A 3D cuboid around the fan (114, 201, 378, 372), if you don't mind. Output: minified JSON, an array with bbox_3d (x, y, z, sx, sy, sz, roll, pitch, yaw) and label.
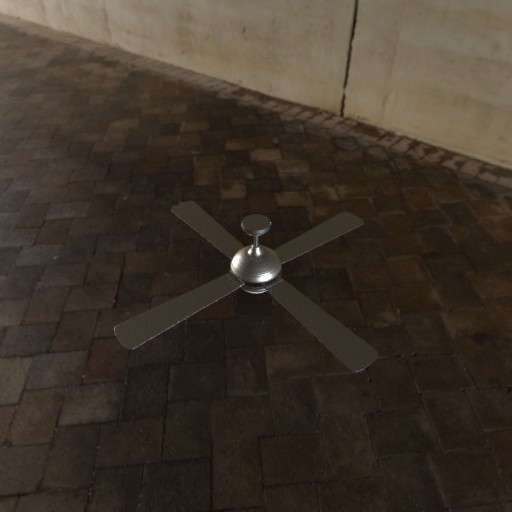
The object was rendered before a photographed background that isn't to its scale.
[{"bbox_3d":[0.000,0.000,2.034,1.321,0.381,1.321,-11,41,-13],"label":"fan"}]
